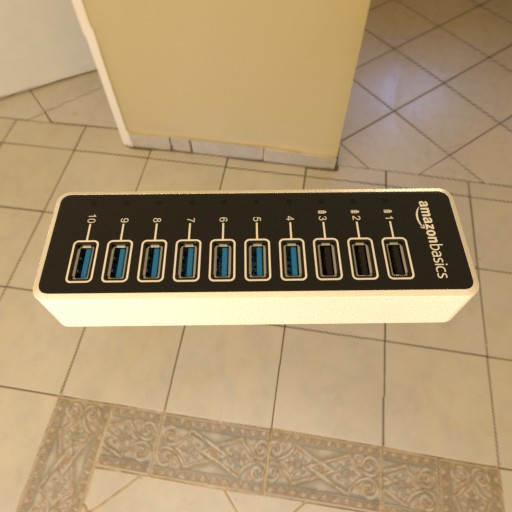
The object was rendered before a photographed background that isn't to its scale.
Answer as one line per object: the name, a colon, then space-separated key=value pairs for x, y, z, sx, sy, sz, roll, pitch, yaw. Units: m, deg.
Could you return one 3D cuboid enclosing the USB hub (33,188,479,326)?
USB hub: x=0.000 y=0.000 z=0.162 sx=0.145 sy=0.023 sz=0.044 roll=-1 pitch=59 yaw=0
